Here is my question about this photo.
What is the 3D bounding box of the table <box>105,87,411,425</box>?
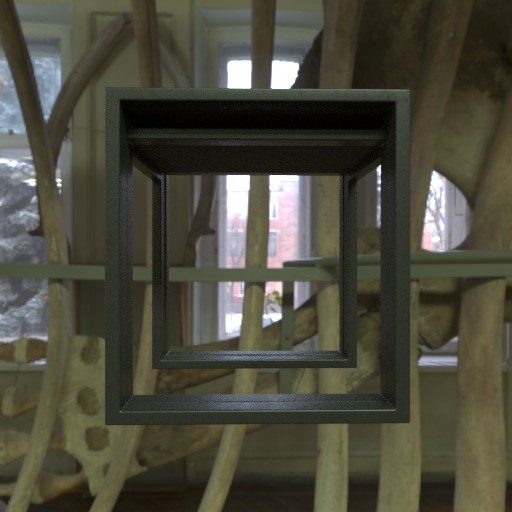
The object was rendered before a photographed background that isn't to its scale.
[{"bbox_3d":[0.000,0.000,0.946,0.500,0.550,0.449,0,0,-1],"label":"table"}]
